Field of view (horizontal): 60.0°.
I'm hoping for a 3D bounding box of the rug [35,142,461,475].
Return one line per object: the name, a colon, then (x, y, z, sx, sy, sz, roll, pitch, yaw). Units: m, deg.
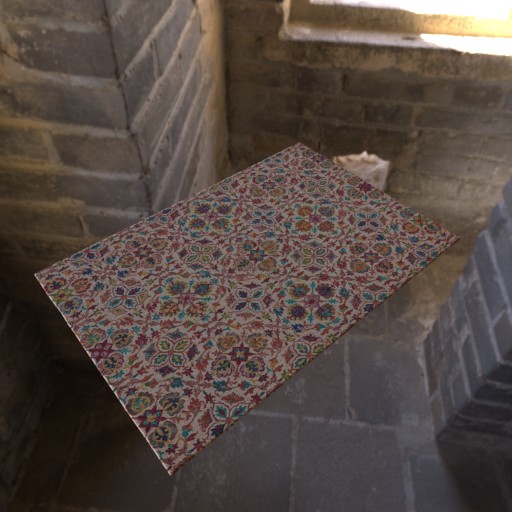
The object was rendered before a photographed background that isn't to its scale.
rug: (0.000, 0.000, 2.855, 2.297, 0.018, 1.541, -32, 54, -27)
